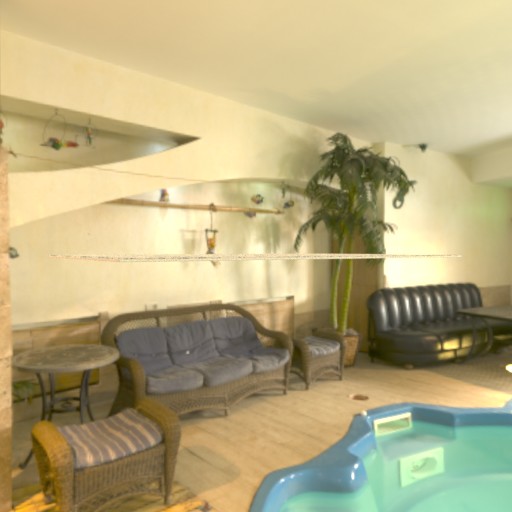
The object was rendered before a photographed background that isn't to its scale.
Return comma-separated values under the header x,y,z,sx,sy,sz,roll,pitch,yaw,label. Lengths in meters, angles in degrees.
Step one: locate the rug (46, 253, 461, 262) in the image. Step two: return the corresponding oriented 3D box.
x,y,z,sx,sy,sz,roll,pitch,yaw,label
0.000,0.000,3.508,2.746,0.018,1.819,0,1,-35,rug
